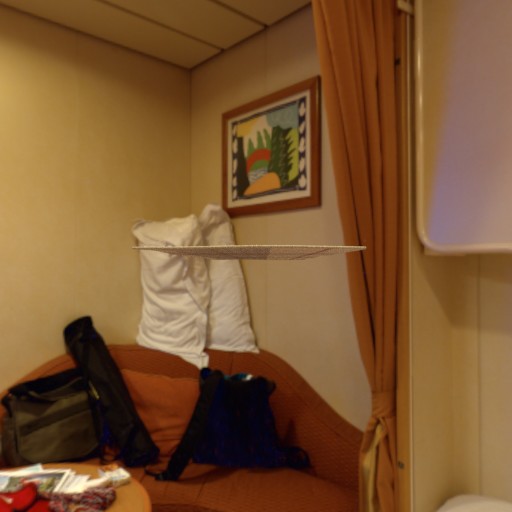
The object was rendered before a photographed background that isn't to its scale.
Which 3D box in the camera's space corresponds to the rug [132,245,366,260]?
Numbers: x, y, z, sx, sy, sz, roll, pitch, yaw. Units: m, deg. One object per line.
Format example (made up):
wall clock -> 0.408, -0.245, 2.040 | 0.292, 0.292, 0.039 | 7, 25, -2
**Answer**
rug -> 0.000, 0.000, 2.659 | 0.762, 0.013, 2.439 | 0, -1, 1
